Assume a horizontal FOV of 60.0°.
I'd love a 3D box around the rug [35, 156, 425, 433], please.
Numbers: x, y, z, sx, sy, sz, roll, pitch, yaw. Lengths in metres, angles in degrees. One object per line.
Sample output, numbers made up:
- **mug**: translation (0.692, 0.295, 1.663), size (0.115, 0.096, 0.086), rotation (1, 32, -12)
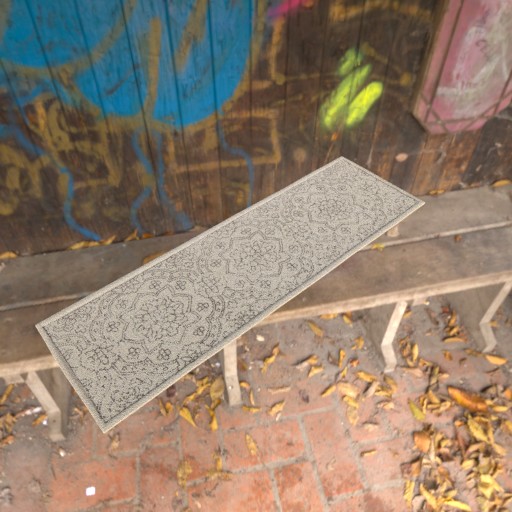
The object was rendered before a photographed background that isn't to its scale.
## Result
- **rug**: translation (0.000, 0.000, 2.703), size (2.448, 0.012, 0.769), rotation (-32, 54, -27)
